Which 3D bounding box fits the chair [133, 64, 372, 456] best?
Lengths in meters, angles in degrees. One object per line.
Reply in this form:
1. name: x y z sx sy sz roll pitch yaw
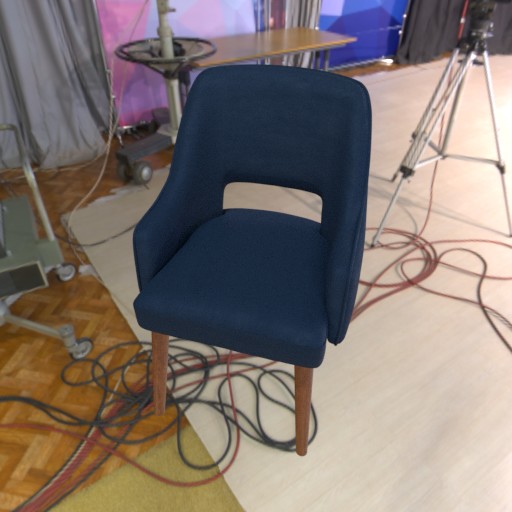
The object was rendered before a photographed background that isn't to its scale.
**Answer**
1. chair: 0.000 0.000 1.206 0.559 0.844 0.591 10 40 13
